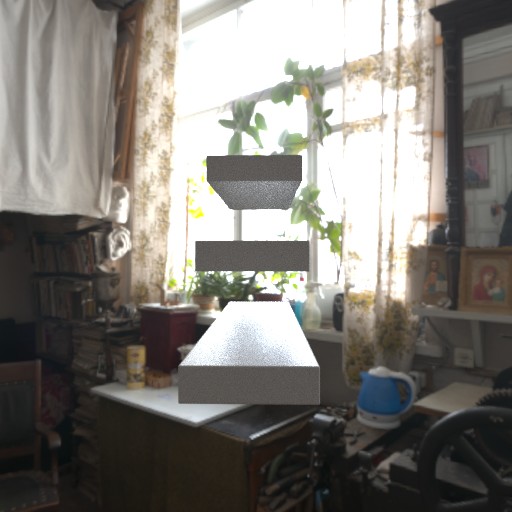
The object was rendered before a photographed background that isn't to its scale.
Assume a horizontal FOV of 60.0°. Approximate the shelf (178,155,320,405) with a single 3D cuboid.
[{"bbox_3d":[0.000,0.000,0.741,0.140,0.293,0.610,0,0,1],"label":"shelf"}]
